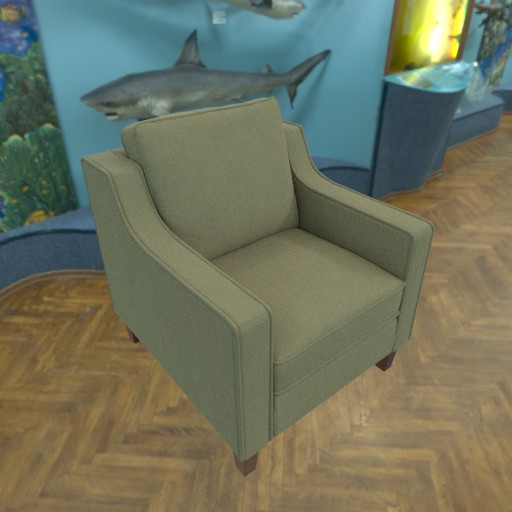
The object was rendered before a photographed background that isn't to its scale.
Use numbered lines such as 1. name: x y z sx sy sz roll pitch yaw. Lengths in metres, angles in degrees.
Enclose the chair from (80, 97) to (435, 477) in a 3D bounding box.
1. chair: 0.000 0.000 1.618 0.831 0.960 0.909 -23 39 -32
